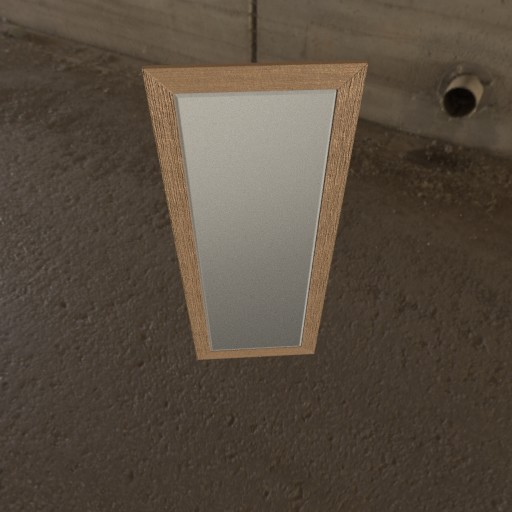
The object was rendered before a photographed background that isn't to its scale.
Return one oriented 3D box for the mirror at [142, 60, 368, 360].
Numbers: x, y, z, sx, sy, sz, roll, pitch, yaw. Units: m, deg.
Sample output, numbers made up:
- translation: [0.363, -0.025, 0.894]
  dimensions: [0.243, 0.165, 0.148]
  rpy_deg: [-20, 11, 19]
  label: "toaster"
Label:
- translation: [0.000, 0.000, 2.342]
  dimensions: [0.812, 2.031, 0.026]
  rpy_deg: [-2, 47, -2]
  label: "mirror"
